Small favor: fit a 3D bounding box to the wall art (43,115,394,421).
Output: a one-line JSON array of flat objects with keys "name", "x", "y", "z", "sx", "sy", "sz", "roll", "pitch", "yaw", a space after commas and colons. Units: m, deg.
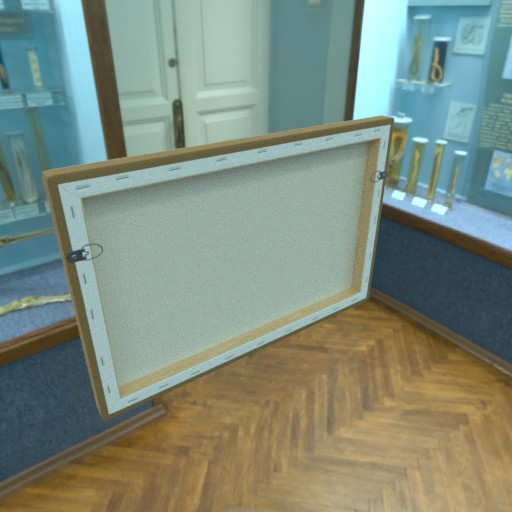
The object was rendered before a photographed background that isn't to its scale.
[{"name": "wall art", "x": 0.000, "y": 0.000, "z": 0.482, "sx": 0.380, "sy": 0.254, "sz": 0.019, "roll": -18, "pitch": 33, "yaw": -30}]
